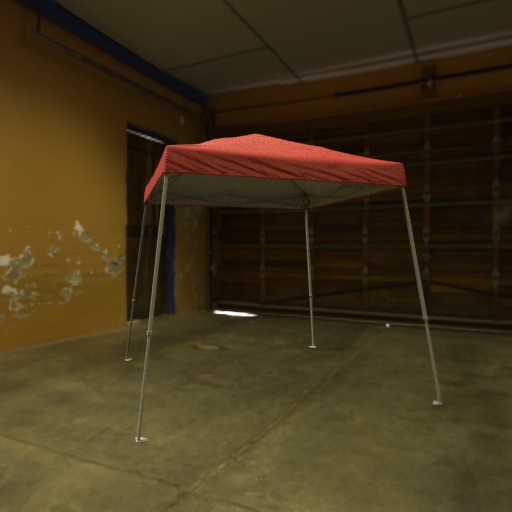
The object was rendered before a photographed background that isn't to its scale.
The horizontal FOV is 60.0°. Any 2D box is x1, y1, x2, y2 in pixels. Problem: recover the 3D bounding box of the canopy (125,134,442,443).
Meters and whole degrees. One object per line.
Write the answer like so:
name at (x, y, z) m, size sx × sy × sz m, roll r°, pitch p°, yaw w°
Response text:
canopy at (0.000, 0.000, 5.176) m, size 2.849 × 2.849 × 2.848 m, roll 0°, pitch 0°, yaw -18°
